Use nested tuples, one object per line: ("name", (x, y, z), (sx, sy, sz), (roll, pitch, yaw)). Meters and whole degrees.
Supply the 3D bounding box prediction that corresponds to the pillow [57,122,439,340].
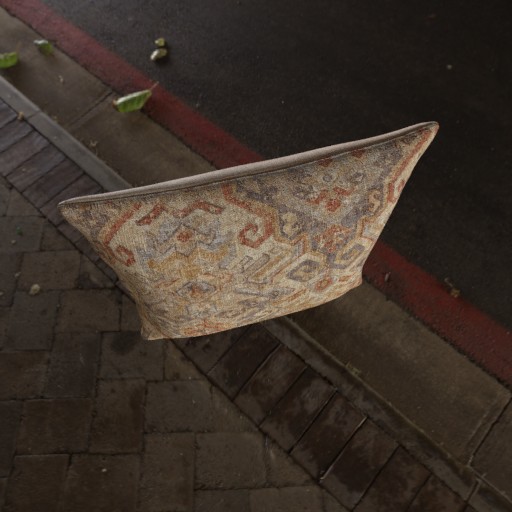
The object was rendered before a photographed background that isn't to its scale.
("pillow", (0.000, 0.000, 0.796), (0.523, 0.506, 0.166), (-14, 63, -7))
